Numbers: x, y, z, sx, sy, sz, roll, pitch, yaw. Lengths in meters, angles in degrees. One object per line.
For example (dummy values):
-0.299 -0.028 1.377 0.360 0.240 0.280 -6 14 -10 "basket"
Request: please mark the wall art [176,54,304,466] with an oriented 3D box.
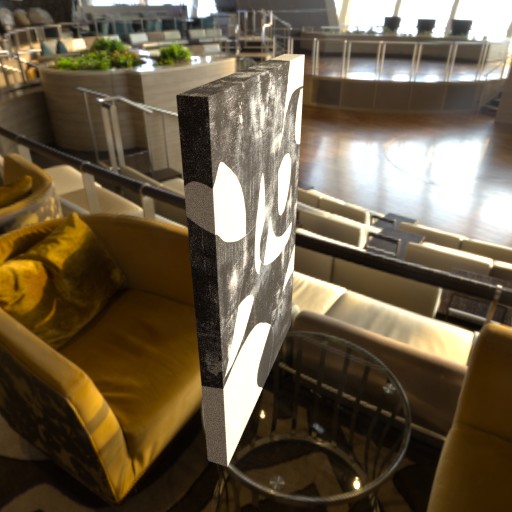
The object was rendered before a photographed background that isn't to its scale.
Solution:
0.000 0.000 0.780 0.039 0.610 0.407 10 32 17 "wall art"
